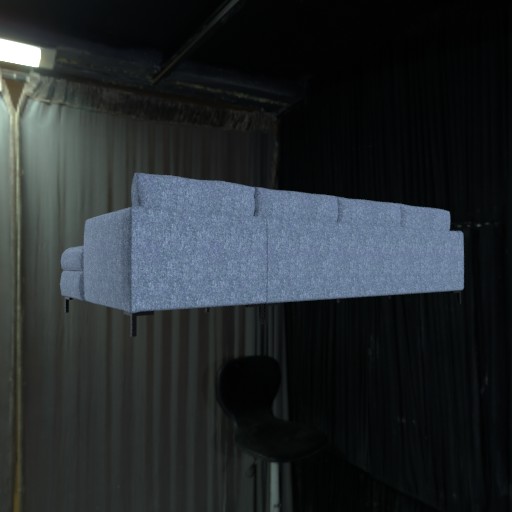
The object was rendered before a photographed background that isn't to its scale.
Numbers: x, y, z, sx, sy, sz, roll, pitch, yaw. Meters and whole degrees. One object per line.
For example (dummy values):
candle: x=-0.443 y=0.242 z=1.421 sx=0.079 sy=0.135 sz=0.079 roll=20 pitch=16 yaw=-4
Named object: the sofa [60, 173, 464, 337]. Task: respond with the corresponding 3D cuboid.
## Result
sofa: x=0.000 y=0.000 z=3.449 sx=2.737 sy=0.756 sz=1.879 roll=1 pitch=-1 yaw=-36
